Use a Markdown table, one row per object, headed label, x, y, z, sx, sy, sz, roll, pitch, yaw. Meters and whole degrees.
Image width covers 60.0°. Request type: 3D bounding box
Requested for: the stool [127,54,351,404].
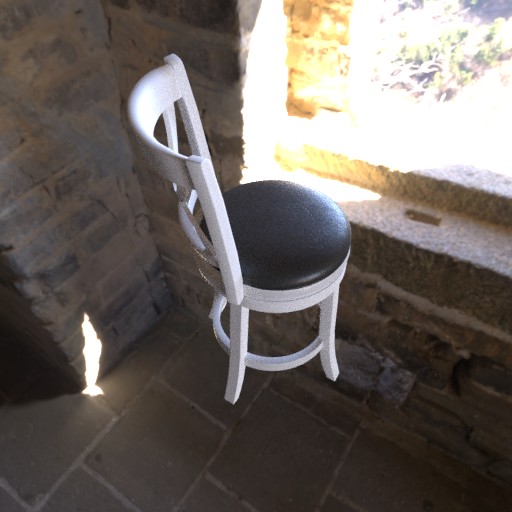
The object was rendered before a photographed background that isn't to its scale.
| label | x | y | z | sx | sy | sz | roll | pitch | yaw |
| --- | --- | --- | --- | --- | --- | --- | --- | --- | --- |
| stool | 0.000 | 0.000 | 1.227 | 0.508 | 0.953 | 0.444 | -10 | 47 | -9 |
